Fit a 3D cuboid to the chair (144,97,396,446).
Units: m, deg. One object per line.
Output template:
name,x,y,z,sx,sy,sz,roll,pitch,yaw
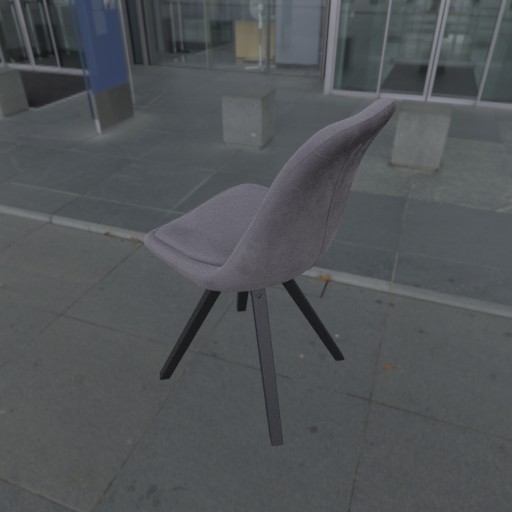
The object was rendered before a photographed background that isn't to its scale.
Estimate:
chair,0.000,0.000,1.198,0.550,0.850,0.485,21,38,29
